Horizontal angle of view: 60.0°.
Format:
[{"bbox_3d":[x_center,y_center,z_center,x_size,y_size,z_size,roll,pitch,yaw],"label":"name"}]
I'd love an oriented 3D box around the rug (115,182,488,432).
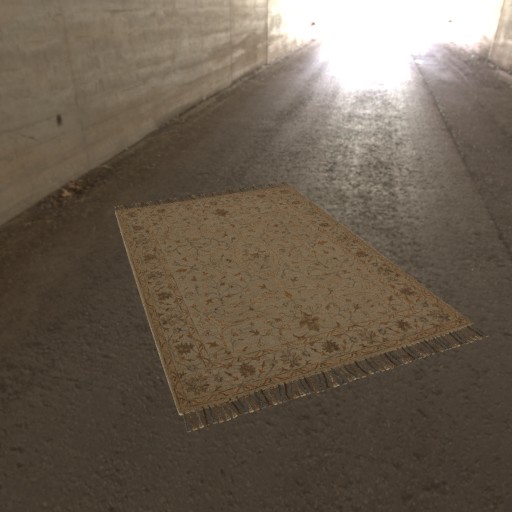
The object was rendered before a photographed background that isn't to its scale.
[{"bbox_3d":[0.000,0.000,2.274,1.218,0.017,1.861,-11,31,-19],"label":"rug"}]
